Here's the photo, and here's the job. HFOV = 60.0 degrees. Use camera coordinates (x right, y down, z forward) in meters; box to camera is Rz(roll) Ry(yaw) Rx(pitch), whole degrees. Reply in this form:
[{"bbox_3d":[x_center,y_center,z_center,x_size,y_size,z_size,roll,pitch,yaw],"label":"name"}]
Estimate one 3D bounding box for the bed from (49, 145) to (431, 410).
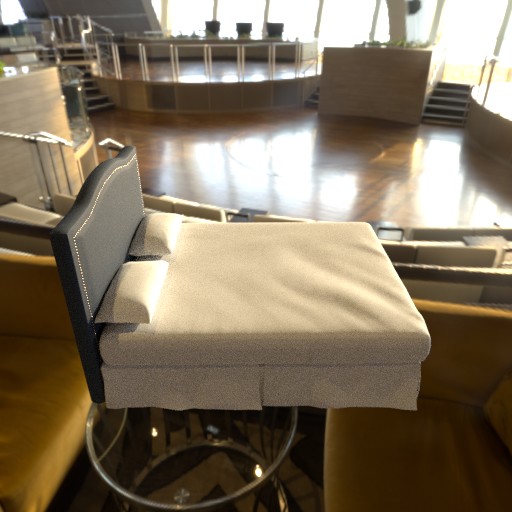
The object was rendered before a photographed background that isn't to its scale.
[{"bbox_3d":[0.000,0.000,3.463,2.282,1.436,1.821,0,30,-1],"label":"bed"}]
